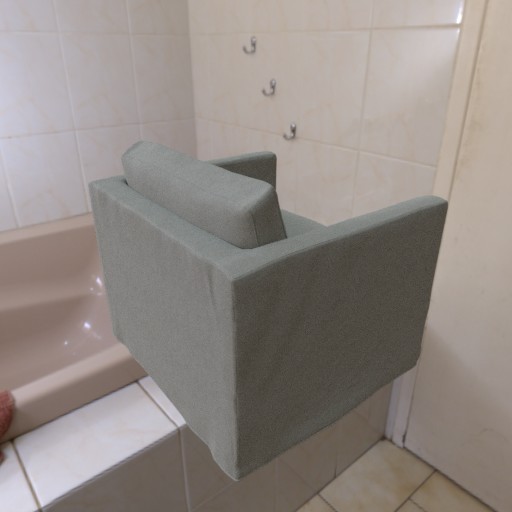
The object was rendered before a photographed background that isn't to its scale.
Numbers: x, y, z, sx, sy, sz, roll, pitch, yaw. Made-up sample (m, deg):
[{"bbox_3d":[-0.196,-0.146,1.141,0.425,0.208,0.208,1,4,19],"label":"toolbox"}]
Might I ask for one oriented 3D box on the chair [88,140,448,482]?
[{"bbox_3d":[0.000,0.000,1.762,0.949,0.863,1.057,-18,31,-33],"label":"chair"}]
